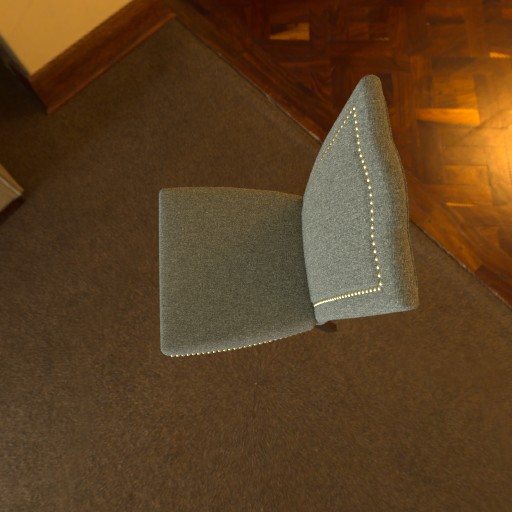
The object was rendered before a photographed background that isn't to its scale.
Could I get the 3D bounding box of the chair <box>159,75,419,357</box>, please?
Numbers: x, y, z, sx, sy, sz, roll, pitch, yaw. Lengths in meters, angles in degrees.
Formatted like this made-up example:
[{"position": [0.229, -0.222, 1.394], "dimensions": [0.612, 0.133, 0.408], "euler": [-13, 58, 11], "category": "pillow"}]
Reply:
[{"position": [0.000, 0.000, 1.278], "dimensions": [0.589, 0.946, 0.518], "euler": [-4, 74, -1], "category": "chair"}]
